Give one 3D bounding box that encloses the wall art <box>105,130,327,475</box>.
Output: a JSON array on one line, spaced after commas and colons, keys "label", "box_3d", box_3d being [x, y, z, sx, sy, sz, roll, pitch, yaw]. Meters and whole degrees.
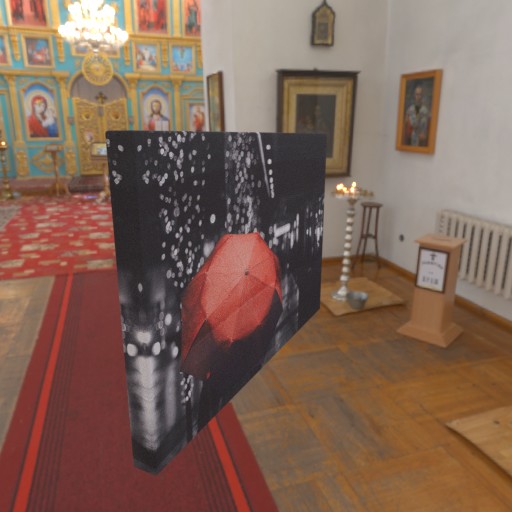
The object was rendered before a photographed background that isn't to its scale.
[{"label": "wall art", "box_3d": [0.000, 0.000, 0.757, 0.037, 0.406, 0.609, 8, 17, 26]}]
